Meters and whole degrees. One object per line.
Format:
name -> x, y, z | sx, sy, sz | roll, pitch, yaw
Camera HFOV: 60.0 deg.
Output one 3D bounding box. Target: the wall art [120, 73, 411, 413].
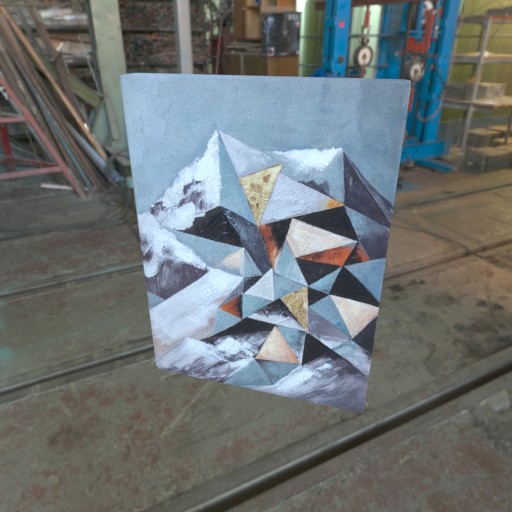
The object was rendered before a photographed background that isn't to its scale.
wall art -> 0.000, 0.000, 0.815 | 0.455, 0.613, 0.037 | 8, 27, 15
